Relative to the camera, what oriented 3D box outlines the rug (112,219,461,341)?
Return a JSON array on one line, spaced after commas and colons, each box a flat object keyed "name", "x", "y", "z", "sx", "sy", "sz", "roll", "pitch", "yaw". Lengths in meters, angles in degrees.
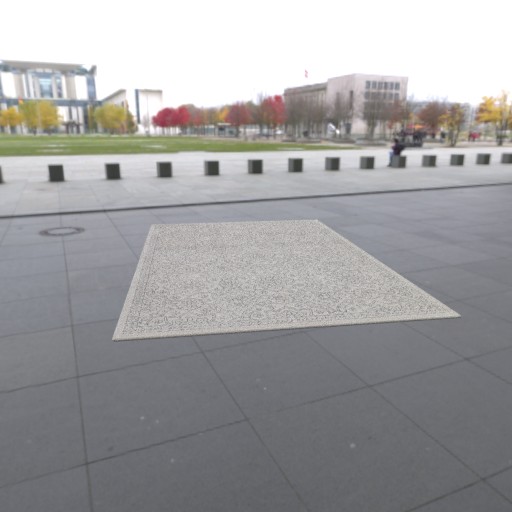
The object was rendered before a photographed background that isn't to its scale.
[{"name": "rug", "x": 0.000, "y": 0.000, "z": 2.966, "sx": 1.524, "sy": 0.011, "sz": 2.286, "roll": -2, "pitch": 16, "yaw": -9}]
